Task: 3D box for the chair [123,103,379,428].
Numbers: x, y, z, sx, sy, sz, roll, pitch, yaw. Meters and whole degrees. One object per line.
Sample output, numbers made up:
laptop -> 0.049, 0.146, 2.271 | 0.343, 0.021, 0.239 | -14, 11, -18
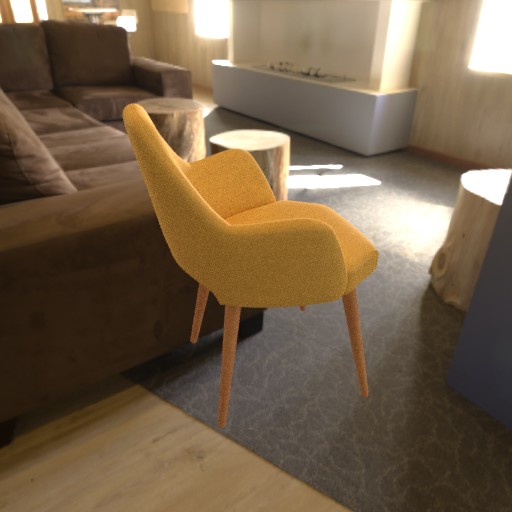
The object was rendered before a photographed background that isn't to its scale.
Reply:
chair -> 0.000, 0.000, 1.255 | 0.610, 0.840, 0.590 | -10, 31, -16
